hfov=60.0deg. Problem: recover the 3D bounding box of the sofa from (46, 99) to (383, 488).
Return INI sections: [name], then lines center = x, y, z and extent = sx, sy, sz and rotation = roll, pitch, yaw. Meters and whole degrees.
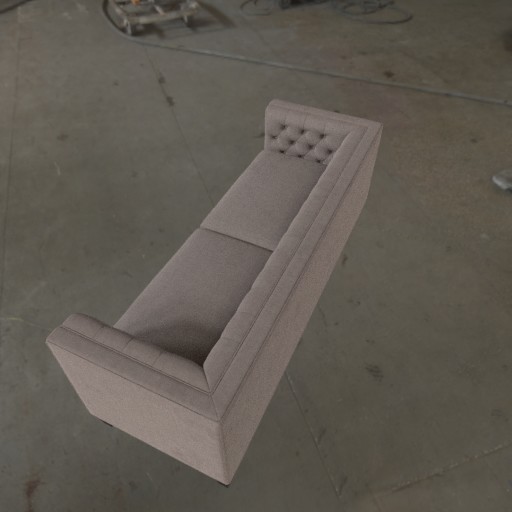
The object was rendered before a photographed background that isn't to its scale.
[sofa]
center = 0.000, 0.000, 2.519
extent = 0.775, 0.762, 2.159
rotation = 19, 49, 17
